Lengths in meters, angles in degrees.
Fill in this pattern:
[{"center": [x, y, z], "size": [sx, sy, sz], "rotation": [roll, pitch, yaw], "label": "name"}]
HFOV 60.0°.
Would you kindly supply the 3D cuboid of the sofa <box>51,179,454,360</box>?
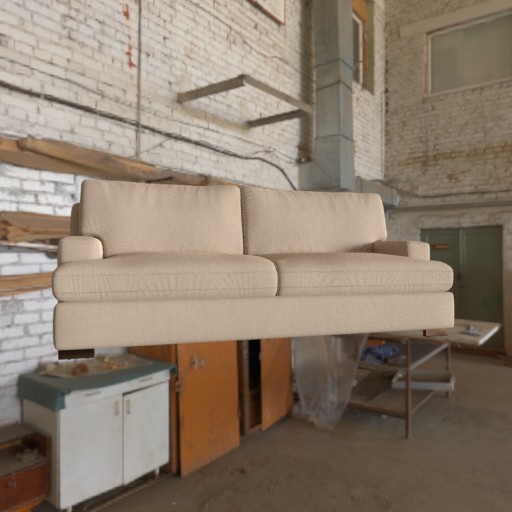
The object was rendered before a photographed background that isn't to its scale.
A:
[{"center": [0.000, 0.000, 2.642], "size": [2.147, 0.925, 0.929], "rotation": [0, 0, -17], "label": "sofa"}]
